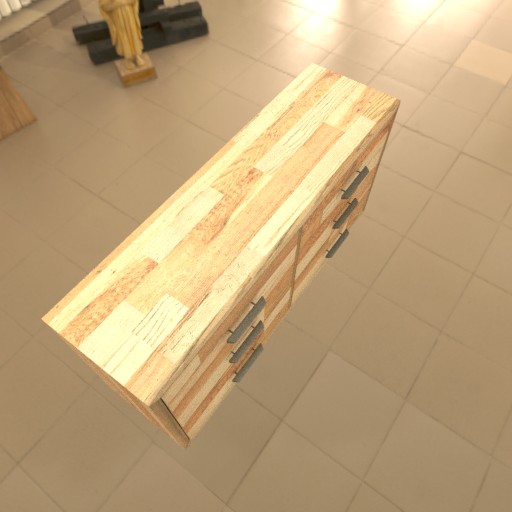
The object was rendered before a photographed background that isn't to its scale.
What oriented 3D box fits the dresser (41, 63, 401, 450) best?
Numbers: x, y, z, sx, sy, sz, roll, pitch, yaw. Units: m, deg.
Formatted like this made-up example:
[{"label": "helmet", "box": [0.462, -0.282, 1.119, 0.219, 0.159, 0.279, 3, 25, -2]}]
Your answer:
[{"label": "dresser", "box": [0.000, 0.000, 1.950, 0.487, 0.834, 1.547, 31, 63, 18]}]
